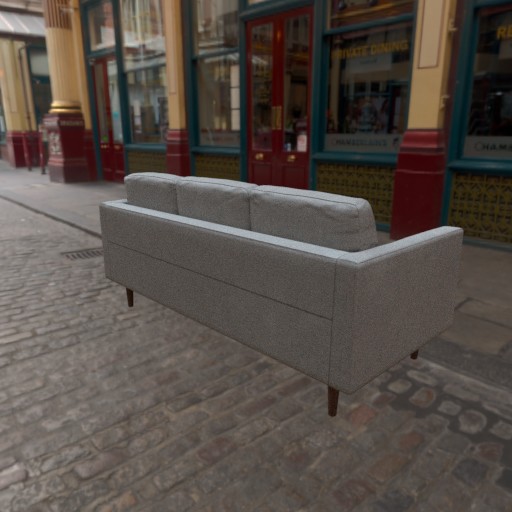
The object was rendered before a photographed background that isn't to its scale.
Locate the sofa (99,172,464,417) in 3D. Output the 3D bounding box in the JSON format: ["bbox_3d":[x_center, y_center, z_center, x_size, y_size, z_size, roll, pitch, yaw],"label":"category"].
[{"bbox_3d":[0.000,0.000,2.571,0.944,0.918,1.983,-14,20,-42],"label":"sofa"}]
